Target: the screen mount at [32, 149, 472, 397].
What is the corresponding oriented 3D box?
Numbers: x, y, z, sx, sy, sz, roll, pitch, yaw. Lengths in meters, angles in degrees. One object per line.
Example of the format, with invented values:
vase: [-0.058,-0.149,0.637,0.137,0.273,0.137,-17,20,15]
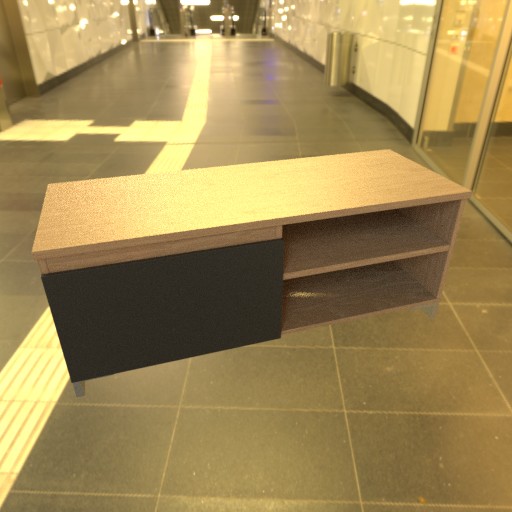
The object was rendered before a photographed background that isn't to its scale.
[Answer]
screen mount: [0.000,0.000,1.315,1.084,0.432,0.406,-9,31,-15]
